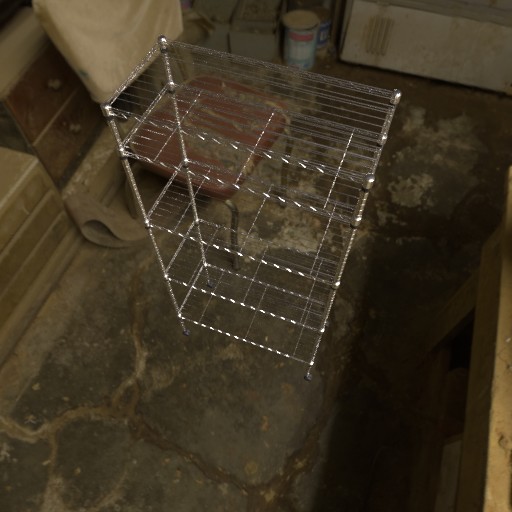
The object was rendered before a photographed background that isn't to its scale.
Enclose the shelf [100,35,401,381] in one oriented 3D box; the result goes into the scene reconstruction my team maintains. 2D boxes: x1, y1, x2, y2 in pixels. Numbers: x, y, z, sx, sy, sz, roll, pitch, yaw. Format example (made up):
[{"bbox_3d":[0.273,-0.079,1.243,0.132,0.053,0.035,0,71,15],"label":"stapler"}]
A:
[{"bbox_3d":[0.000,0.000,1.863,0.762,1.587,0.356,18,60,11],"label":"shelf"}]
